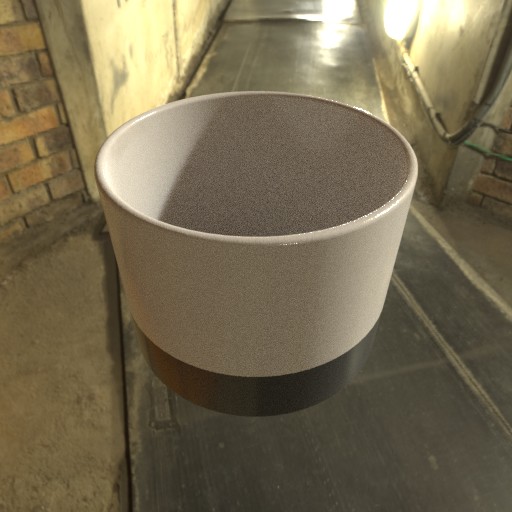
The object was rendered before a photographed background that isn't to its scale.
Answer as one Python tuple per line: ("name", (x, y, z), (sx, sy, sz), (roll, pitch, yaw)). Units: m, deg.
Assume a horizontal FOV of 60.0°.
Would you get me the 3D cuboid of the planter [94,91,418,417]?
("planter", (0.000, 0.000, 0.329), (0.193, 0.177, 0.193), (0, 40, 0))
